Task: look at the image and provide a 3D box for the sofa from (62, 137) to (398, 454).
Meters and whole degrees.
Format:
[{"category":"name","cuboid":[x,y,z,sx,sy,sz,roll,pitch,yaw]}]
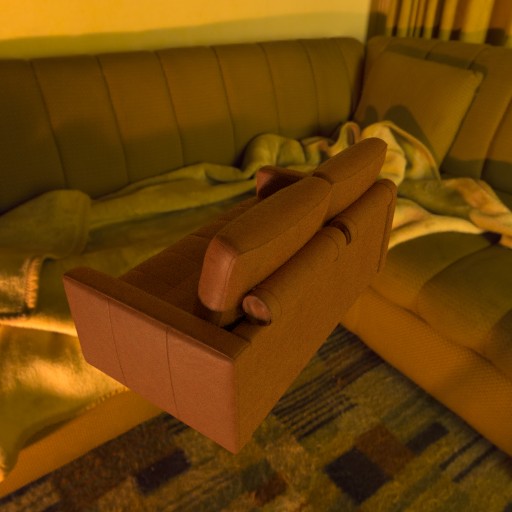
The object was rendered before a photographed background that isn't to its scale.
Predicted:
[{"category":"sofa","cuboid":[0.000,0.000,2.003,0.868,0.898,1.430,19,36,28]}]
